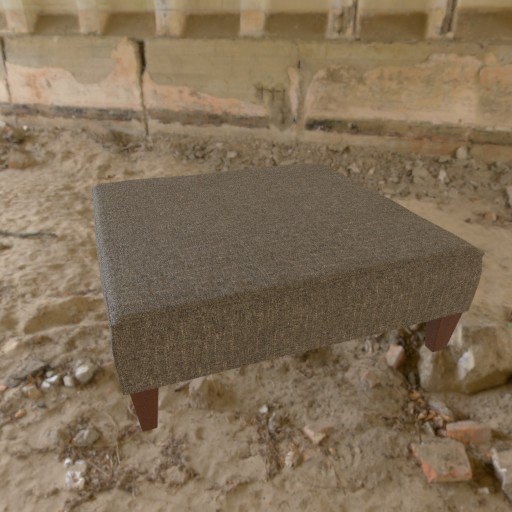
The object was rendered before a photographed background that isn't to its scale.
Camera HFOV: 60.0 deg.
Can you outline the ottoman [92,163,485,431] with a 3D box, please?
[{"bbox_3d":[0.000,0.000,1.527,1.016,0.379,0.981,-10,28,-18],"label":"ottoman"}]
